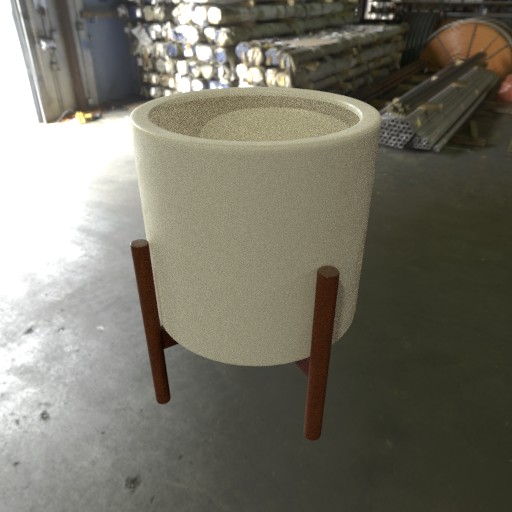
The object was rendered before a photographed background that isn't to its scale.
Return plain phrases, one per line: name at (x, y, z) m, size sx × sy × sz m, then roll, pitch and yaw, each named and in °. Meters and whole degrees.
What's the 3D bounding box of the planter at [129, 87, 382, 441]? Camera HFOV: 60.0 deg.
planter at (0.000, 0.000, 0.903) m, size 0.420 × 0.581 × 0.421 m, roll 10°, pitch 32°, yaw 15°
